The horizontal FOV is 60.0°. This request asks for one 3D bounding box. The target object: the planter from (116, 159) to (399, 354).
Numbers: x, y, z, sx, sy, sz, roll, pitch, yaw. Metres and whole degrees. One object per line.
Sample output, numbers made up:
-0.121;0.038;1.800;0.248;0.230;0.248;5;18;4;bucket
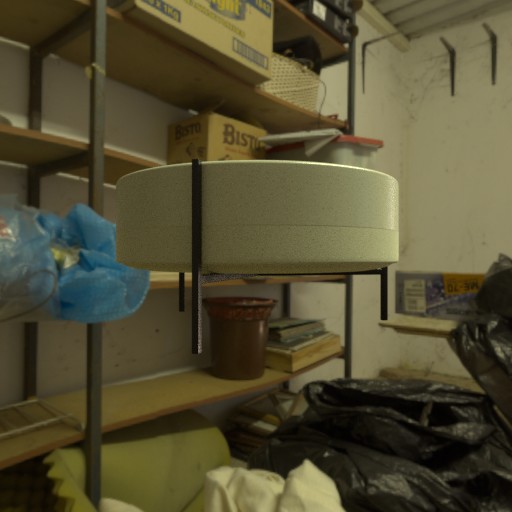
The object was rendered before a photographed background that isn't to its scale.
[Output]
0.000;0.000;0.548;0.336;0.171;0.345;0;0;18;planter
